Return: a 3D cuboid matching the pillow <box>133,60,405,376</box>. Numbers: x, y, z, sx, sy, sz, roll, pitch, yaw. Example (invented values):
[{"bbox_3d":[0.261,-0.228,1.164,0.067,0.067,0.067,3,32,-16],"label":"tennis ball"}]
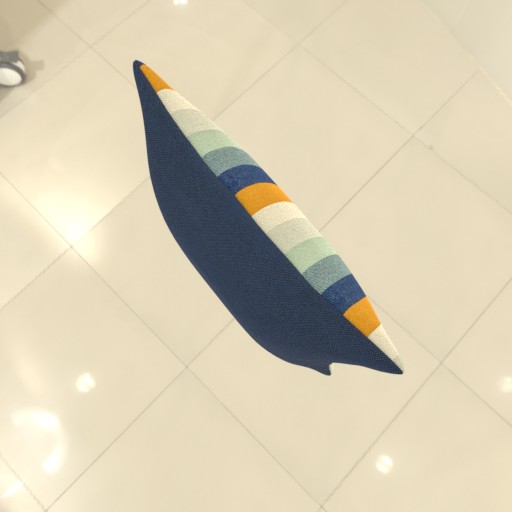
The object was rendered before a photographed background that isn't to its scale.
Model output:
[{"bbox_3d":[0.000,0.000,0.698,0.173,0.454,0.463,-38,78,-10],"label":"pillow"}]
